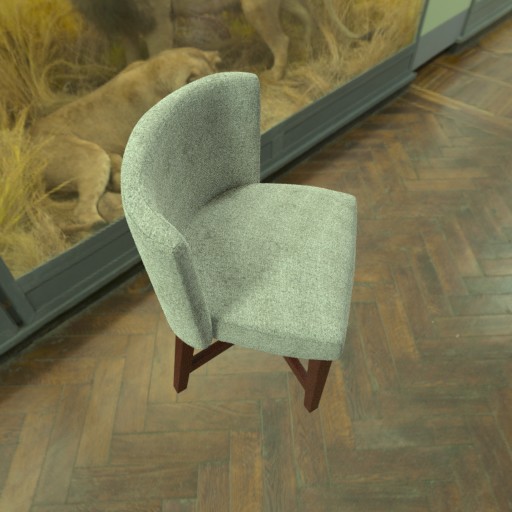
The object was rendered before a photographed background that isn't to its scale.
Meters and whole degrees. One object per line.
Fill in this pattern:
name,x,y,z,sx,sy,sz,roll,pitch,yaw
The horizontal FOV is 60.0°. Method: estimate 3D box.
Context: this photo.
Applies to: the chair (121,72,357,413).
chair,0.000,0.000,1.308,0.575,0.827,0.728,9,48,8
